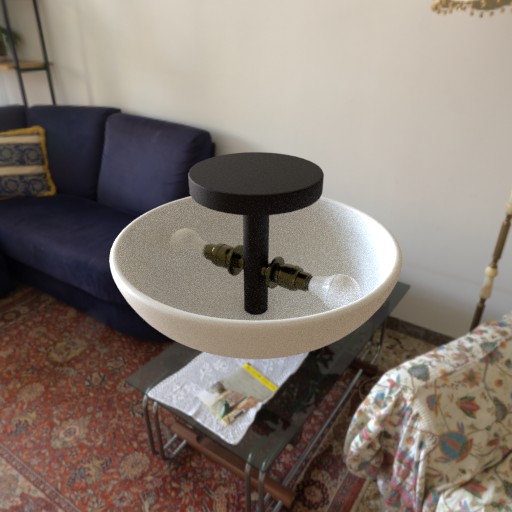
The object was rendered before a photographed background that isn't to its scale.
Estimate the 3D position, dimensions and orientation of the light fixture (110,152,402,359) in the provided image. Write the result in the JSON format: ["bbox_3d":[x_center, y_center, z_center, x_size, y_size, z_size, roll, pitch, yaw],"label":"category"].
[{"bbox_3d":[0.000,0.000,0.531,0.331,0.212,0.331,0,29,0],"label":"light fixture"}]
